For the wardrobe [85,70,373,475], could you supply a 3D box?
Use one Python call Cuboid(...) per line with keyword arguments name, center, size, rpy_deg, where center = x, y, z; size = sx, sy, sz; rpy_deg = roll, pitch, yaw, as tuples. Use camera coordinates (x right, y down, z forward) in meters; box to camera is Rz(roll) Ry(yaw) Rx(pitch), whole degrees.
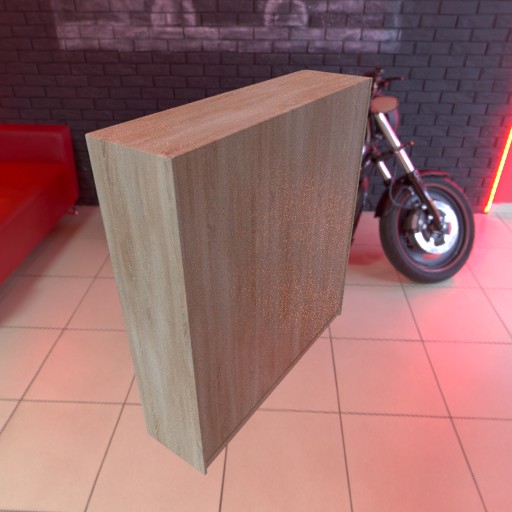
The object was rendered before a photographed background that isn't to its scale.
Cuboid(name="wardrobe", center=(0.000, 0.000, 3.160), size=(0.598, 2.159, 1.998), rpy_deg=(21, 38, 29))
